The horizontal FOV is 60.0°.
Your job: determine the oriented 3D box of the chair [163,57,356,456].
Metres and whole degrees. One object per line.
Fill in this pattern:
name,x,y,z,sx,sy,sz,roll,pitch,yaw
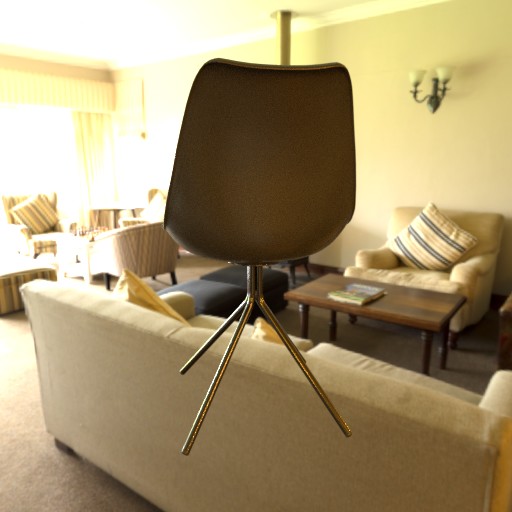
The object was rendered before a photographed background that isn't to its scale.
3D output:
chair,0.000,0.000,1.146,0.461,0.850,0.525,-2,13,-10
